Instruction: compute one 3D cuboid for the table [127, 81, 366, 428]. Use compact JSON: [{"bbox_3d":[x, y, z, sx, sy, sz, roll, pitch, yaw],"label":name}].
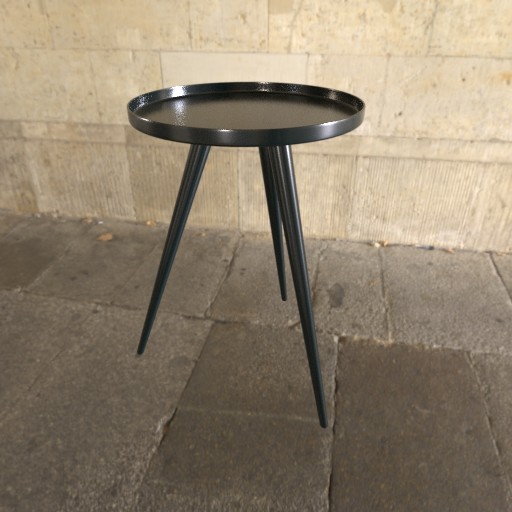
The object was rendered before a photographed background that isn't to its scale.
[{"bbox_3d":[0.000,0.000,0.823,0.403,0.548,0.415,-18,35,-29],"label":"table"}]
